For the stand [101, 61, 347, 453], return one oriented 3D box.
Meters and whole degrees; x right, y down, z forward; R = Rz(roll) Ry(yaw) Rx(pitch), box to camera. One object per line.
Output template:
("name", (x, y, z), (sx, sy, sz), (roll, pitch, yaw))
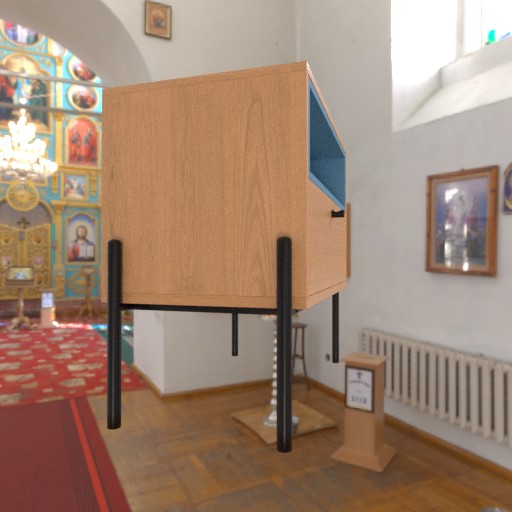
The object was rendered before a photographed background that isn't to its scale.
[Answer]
("stand", (0.000, 0.000, 1.014), (0.400, 0.600, 0.630), (0, -1, 17))
